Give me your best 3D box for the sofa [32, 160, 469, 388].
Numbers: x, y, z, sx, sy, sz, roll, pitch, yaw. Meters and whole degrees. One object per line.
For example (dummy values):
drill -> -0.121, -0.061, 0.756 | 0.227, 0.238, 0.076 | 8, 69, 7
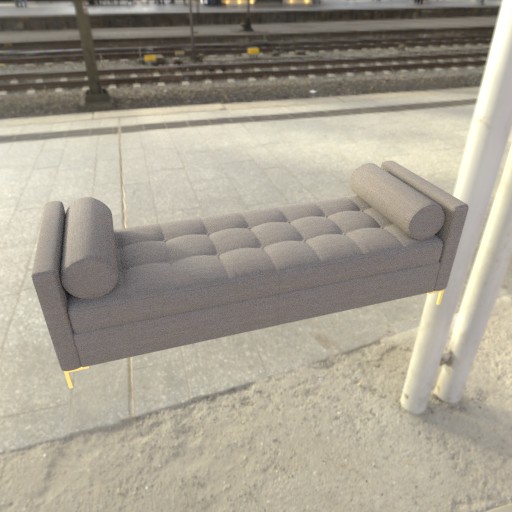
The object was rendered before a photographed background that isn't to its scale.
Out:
sofa -> 0.000, 0.000, 2.333 | 1.981, 0.635, 0.686 | -10, 33, -15
